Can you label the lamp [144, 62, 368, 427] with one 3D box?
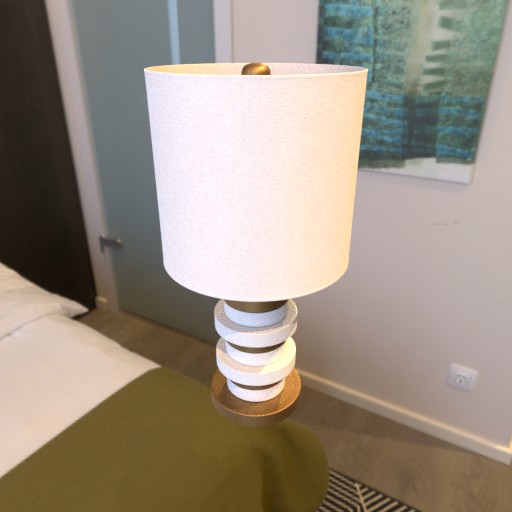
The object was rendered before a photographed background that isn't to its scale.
[{"bbox_3d":[0.000,0.000,0.513,0.210,0.410,0.210,0,26,0],"label":"lamp"}]
